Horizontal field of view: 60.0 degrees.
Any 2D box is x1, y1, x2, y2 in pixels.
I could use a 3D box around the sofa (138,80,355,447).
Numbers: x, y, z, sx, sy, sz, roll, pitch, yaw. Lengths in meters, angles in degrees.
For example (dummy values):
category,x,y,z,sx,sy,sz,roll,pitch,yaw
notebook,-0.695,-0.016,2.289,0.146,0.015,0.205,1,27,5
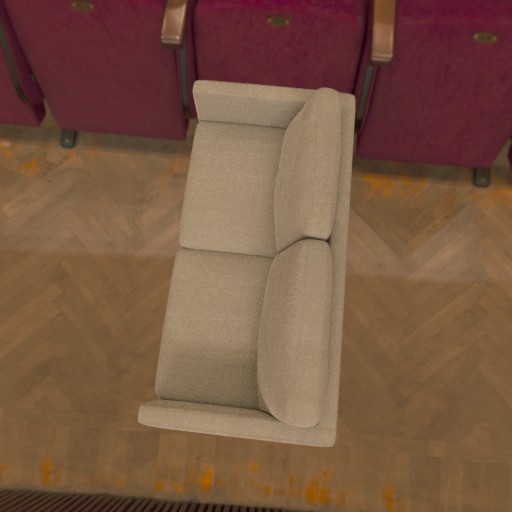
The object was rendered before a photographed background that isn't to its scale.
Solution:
category,x,y,z,sx,sy,sz,roll,pitch,yaw
sofa,0.000,0.000,2.530,0.950,0.963,1.884,6,75,2
